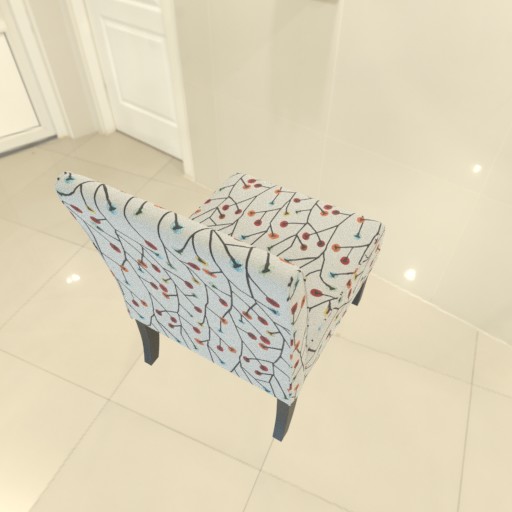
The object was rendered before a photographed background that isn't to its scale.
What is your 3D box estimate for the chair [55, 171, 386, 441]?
[{"bbox_3d":[0.000,0.000,1.338,0.597,0.813,0.732,23,50,21],"label":"chair"}]
